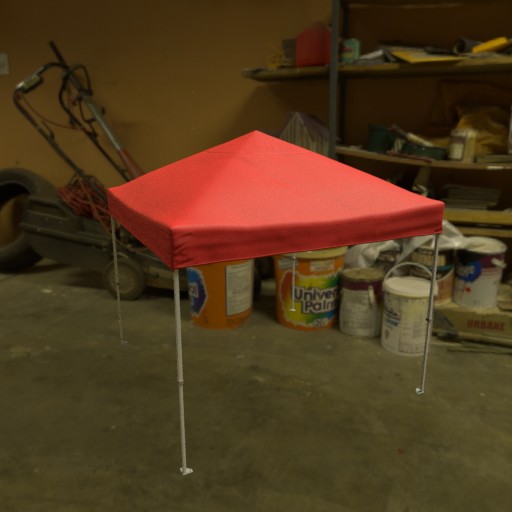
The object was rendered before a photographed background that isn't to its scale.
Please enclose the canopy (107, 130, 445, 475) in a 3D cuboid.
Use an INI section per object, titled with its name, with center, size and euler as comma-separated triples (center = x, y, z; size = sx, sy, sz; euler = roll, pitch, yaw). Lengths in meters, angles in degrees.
[canopy]
center = 0.000, 0.000, 5.497
size = 2.996, 2.997, 2.998
euler = -7, 17, -26
